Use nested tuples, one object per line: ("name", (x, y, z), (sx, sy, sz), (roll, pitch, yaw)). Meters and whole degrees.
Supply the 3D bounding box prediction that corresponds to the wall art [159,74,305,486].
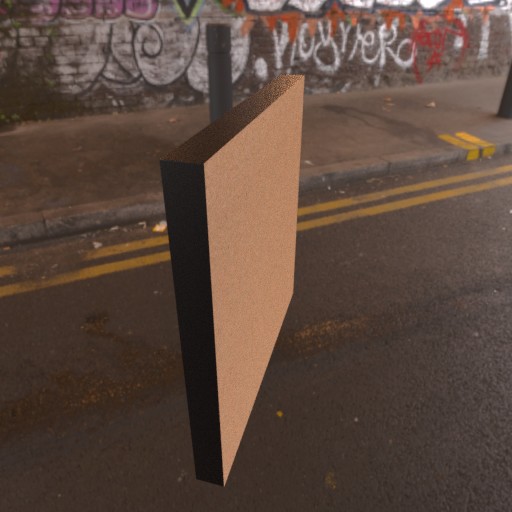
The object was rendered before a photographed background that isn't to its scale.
("wall art", (0.000, 0.000, 0.478), (0.029, 0.318, 0.327), (8, 32, 13))
